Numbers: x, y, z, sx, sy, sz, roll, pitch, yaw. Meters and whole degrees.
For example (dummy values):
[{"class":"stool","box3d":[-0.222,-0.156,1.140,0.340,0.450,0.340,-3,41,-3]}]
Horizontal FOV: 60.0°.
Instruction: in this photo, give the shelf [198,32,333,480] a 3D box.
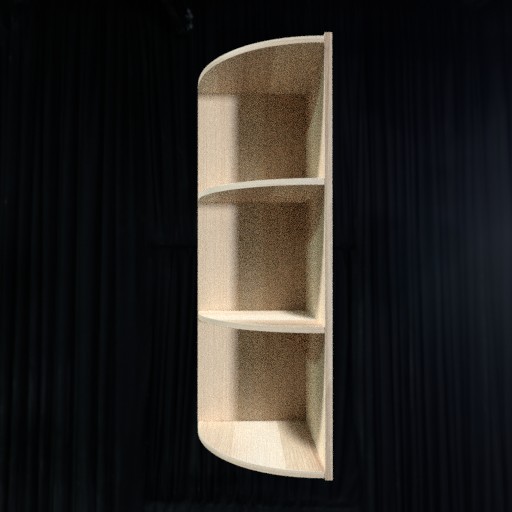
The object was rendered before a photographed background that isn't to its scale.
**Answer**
[{"class":"shelf","box3d":[0.000,0.000,1.004,0.290,0.872,0.290,0,0,-1]}]
